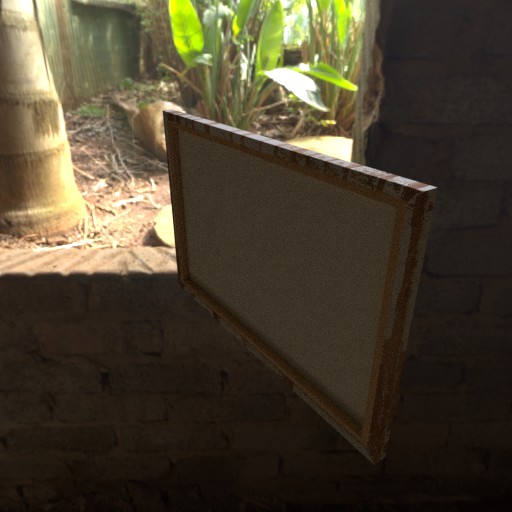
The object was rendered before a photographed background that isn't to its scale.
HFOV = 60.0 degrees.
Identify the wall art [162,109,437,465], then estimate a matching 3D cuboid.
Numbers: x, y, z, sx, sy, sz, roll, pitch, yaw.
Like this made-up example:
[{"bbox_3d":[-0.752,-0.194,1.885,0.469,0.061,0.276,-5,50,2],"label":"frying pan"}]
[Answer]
[{"bbox_3d":[0.000,0.000,1.144,0.035,0.609,0.914,-18,32,-31],"label":"wall art"}]
